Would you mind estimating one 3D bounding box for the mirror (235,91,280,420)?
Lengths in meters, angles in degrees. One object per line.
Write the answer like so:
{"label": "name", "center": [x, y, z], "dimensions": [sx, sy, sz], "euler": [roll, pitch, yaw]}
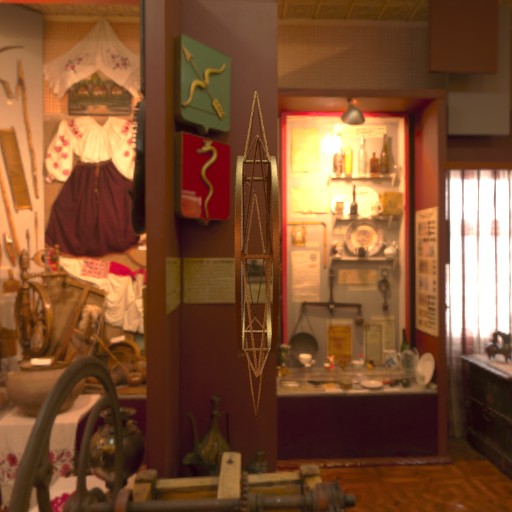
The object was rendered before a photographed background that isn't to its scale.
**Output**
{"label": "mirror", "center": [0.000, 0.000, 0.783], "dimensions": [0.062, 0.581, 0.498], "euler": [0, 0, -1]}
